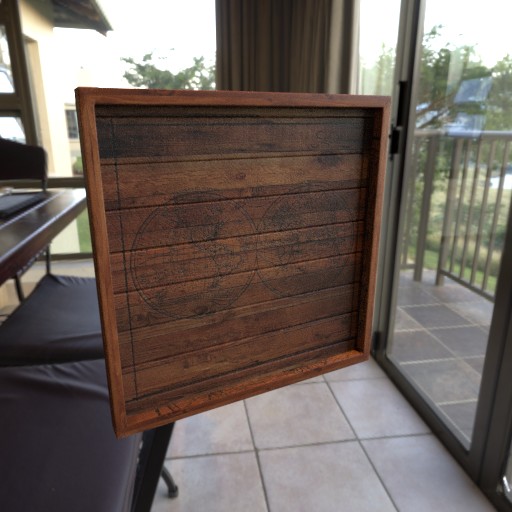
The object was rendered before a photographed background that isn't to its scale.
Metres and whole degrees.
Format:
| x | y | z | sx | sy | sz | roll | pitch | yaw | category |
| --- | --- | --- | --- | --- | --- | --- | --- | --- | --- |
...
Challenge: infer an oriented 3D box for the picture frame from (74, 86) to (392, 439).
| x | y | z | sx | sy | sz | roll | pitch | yaw | category |
| --- | --- | --- | --- | --- | --- | --- | --- | --- | --- |
| 0.000 | 0.000 | 0.513 | 0.352 | 0.356 | 0.028 | -9 | 19 | -26 | picture frame |
